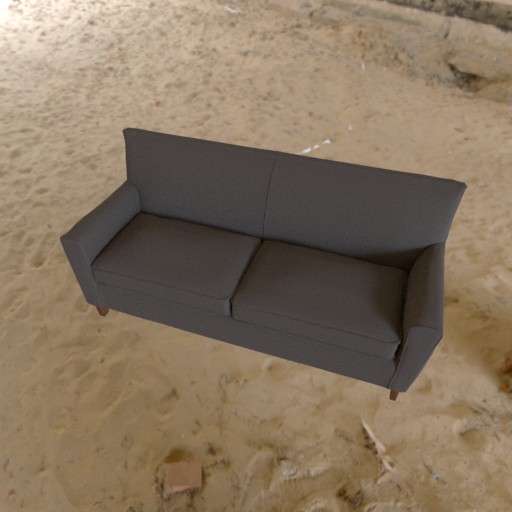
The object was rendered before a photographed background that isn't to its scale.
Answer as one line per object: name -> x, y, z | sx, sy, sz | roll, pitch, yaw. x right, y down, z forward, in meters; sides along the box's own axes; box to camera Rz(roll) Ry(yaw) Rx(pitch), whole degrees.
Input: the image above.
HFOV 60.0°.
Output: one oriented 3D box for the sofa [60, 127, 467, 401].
sofa -> 0.000, 0.000, 2.507 | 2.002, 0.907, 0.843 | 13, 43, 14
